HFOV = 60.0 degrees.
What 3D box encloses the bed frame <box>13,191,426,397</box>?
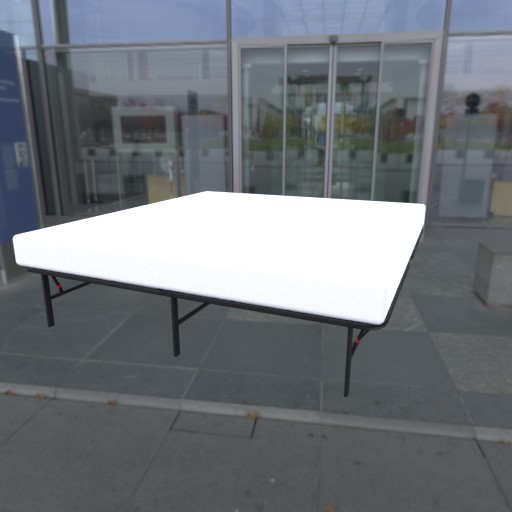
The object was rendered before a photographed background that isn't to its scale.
[{"bbox_3d":[0.000,0.000,2.921,1.935,0.525,2.033,7,17,23],"label":"bed frame"}]
